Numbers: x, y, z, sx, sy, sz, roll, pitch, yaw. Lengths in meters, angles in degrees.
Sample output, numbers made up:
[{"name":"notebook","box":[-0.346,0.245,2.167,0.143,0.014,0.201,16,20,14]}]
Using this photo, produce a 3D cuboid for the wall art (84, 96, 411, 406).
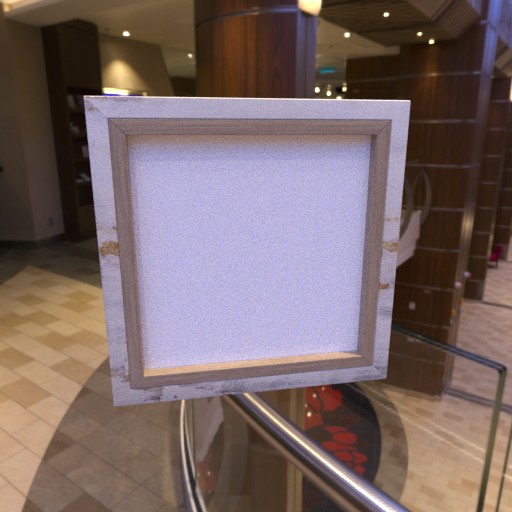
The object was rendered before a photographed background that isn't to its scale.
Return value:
[{"name":"wall art","box":[0.000,0.000,0.915,0.611,0.613,0.040,-3,16,-10]}]
